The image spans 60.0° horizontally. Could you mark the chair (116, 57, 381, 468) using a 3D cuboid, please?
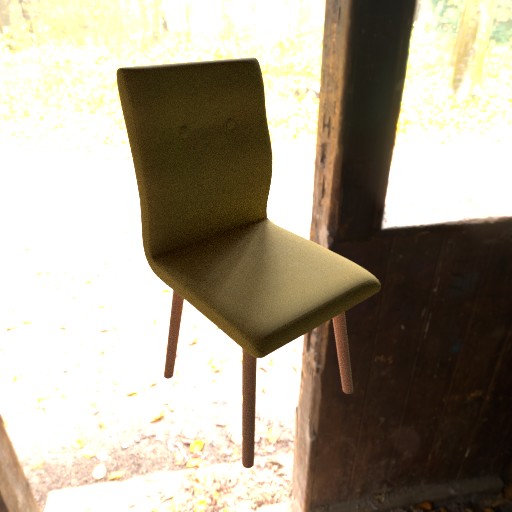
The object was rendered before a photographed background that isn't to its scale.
[{"bbox_3d":[0.000,0.000,1.243,0.450,0.965,0.550,-22,36,-34],"label":"chair"}]
